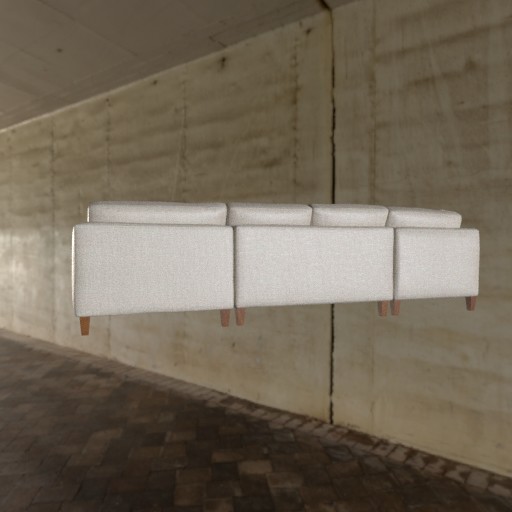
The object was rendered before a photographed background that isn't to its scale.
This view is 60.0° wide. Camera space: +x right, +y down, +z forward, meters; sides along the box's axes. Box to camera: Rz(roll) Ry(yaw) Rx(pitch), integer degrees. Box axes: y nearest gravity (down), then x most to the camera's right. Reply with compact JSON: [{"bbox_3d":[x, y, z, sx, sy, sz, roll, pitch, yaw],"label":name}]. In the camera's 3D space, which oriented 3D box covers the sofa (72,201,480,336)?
[{"bbox_3d":[0.000,0.000,4.675,3.460,0.961,2.594,-1,2,-19],"label":"sofa"}]
